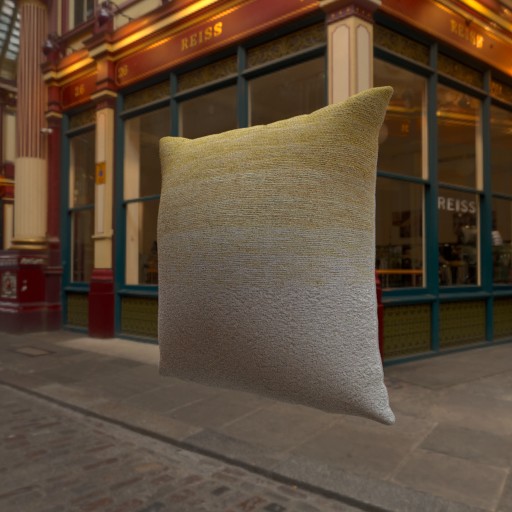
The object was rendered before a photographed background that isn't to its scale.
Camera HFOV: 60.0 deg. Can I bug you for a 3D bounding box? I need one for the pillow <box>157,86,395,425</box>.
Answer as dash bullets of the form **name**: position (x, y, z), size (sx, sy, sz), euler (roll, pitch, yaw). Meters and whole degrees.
- **pillow**: position (0.000, 0.000, 0.711), size (0.450, 0.450, 0.211), euler (0, -1, 36)
